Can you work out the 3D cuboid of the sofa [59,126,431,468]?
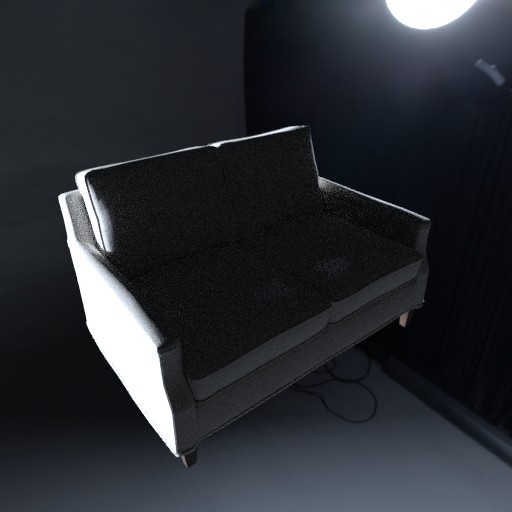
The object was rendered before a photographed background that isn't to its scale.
[{"bbox_3d":[0.000,0.000,2.262,1.597,1.003,1.084,-22,37,-32],"label":"sofa"}]
